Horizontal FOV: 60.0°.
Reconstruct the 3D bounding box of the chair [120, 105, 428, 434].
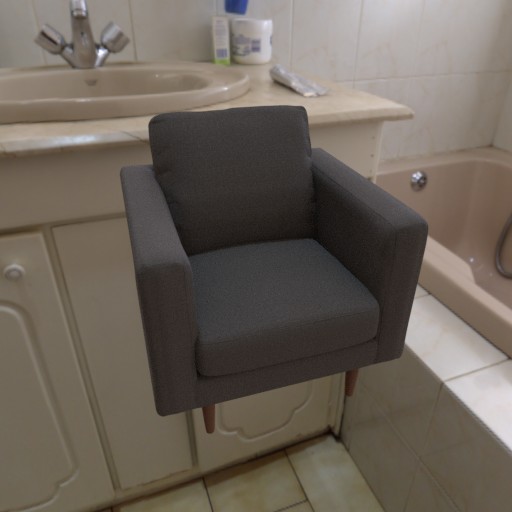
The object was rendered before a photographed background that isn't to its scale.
[{"bbox_3d":[0.000,0.000,1.594,0.854,0.927,0.800,-9,31,-15],"label":"chair"}]
